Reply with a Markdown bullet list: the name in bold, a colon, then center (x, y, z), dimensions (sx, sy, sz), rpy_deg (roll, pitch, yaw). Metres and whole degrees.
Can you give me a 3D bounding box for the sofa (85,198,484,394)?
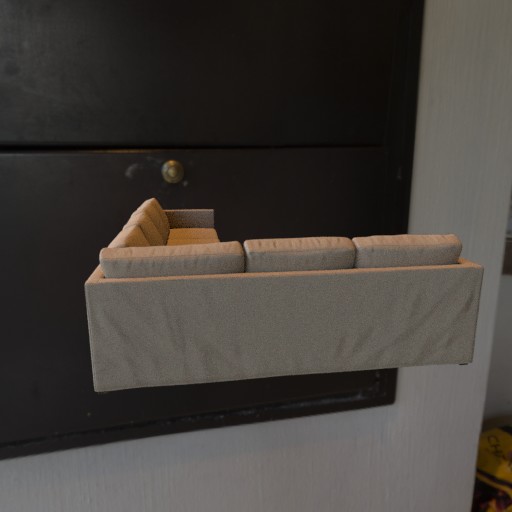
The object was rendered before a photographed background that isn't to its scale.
- **sofa**: center (0.000, 0.000, 4.177), dimensions (2.432, 0.871, 3.182), rpy_deg (-2, 13, -9)
